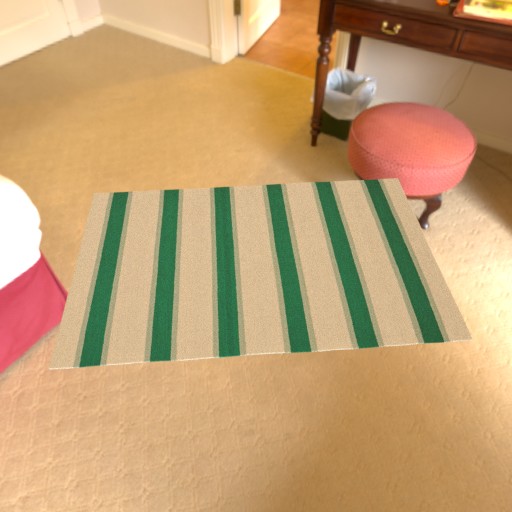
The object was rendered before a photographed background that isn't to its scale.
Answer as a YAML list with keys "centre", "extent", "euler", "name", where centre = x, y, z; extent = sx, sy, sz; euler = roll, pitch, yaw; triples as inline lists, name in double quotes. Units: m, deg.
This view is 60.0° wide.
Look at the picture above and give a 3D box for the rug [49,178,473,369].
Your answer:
- centre: [0.000, 0.000, 3.035]
  extent: [2.436, 0.015, 1.521]
  euler: [-3, 48, -3]
  name: "rug"
